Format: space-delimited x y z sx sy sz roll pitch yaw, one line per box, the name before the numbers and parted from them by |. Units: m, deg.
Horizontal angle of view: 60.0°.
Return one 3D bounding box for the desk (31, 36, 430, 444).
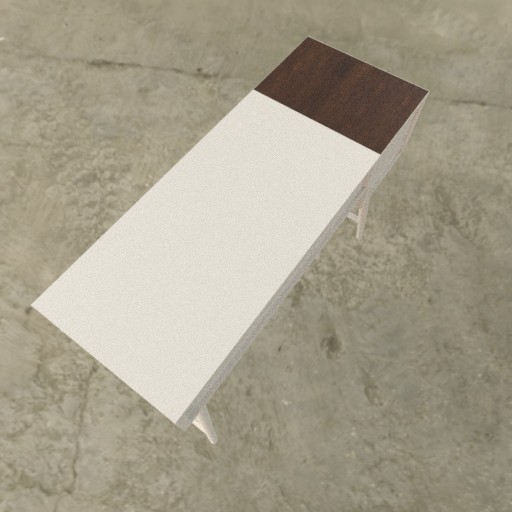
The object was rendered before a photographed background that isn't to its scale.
desk | 0.000 0.000 1.411 0.409 0.761 1.069 33 67 16
